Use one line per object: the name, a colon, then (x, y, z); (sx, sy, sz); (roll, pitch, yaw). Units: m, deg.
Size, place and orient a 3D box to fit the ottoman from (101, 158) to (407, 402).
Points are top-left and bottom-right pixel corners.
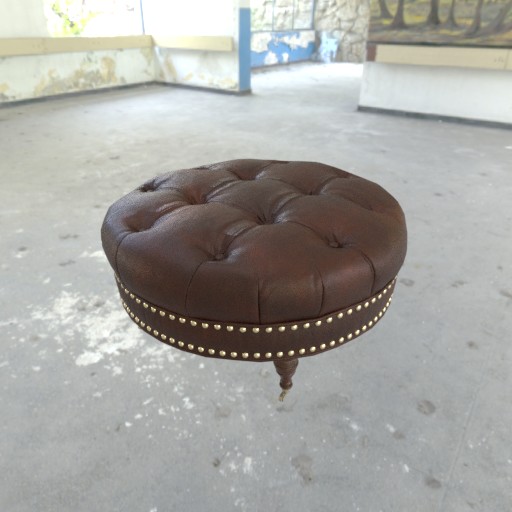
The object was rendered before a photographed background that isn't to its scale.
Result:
ottoman: (0.000, 0.000, 1.394); (0.901, 0.455, 0.901); (0, 29, 0)
